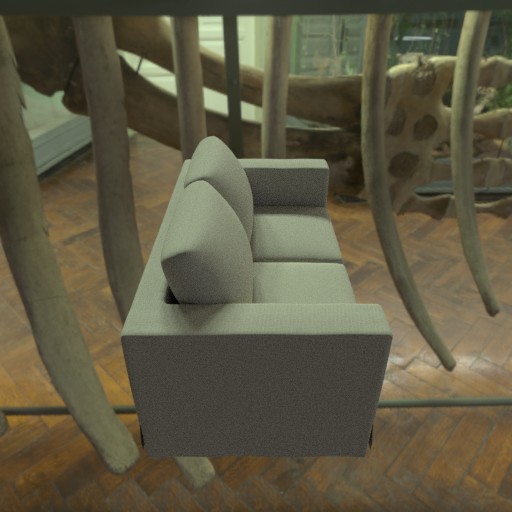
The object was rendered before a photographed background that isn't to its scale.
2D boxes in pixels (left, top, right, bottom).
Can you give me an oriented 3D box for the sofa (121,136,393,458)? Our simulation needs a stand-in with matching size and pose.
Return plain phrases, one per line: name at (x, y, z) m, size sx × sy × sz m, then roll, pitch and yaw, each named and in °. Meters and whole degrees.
sofa at (0.000, 0.000, 2.446) m, size 1.009 × 0.932 × 1.813 m, roll 0°, pitch 33°, yaw 0°
